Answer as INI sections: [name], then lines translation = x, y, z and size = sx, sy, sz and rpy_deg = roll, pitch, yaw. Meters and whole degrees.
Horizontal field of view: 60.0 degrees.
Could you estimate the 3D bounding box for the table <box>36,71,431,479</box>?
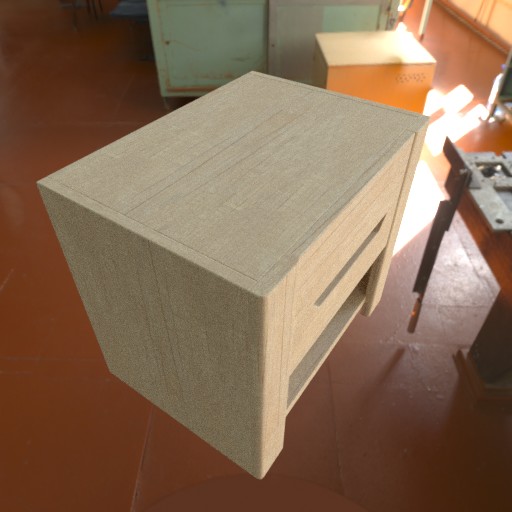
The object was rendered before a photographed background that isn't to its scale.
[table]
translation = 0.000, 0.000, 0.928
size = 0.420, 0.510, 0.570
rpy_deg = 25, 48, 25
